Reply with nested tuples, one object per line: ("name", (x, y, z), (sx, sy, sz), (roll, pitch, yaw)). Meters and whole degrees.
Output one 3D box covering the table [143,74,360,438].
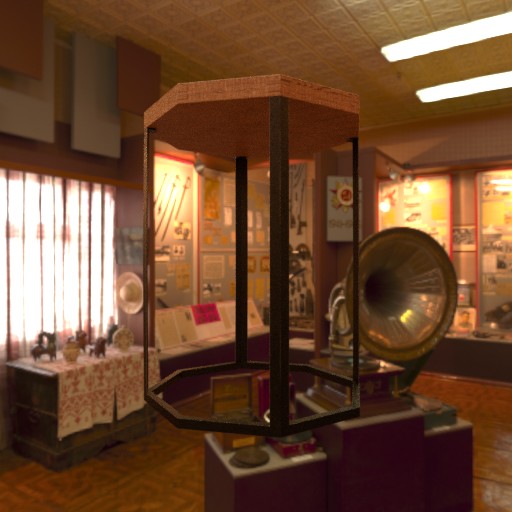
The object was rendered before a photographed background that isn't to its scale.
("table", (0.000, 0.000, 0.889), (0.437, 0.553, 0.437), (0, 0, 35))
